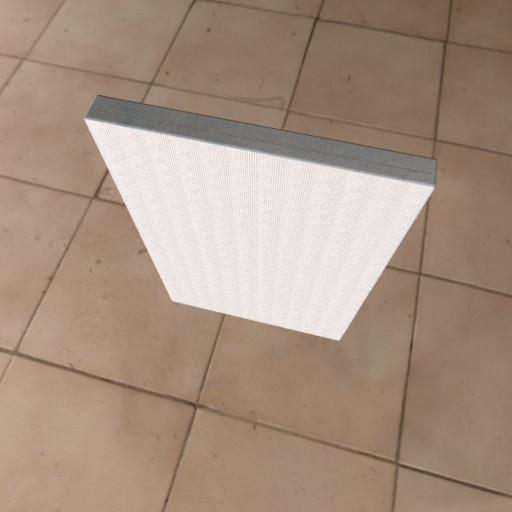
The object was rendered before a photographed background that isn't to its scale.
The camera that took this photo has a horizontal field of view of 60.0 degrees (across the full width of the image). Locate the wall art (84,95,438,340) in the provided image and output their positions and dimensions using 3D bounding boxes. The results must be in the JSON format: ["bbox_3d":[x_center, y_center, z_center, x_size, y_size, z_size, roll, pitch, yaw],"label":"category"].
[{"bbox_3d":[0.000,0.000,1.163,0.609,0.911,0.061,13,64,6],"label":"wall art"}]
